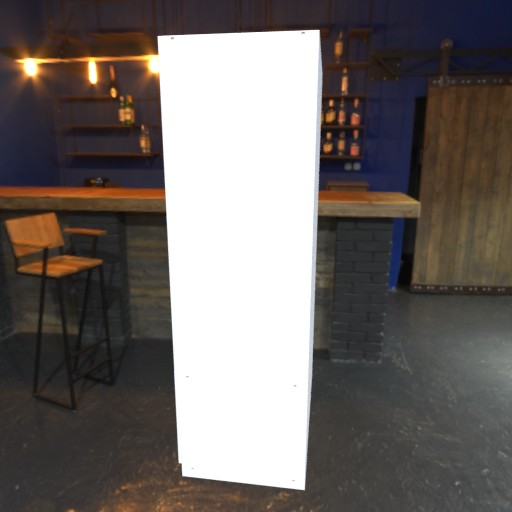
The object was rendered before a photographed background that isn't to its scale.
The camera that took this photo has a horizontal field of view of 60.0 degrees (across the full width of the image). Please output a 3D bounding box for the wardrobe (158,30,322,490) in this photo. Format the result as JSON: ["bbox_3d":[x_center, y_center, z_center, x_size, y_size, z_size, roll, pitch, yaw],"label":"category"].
[{"bbox_3d":[0.000,0.000,2.201,0.577,1.808,0.991,2,14,9],"label":"wardrobe"}]
